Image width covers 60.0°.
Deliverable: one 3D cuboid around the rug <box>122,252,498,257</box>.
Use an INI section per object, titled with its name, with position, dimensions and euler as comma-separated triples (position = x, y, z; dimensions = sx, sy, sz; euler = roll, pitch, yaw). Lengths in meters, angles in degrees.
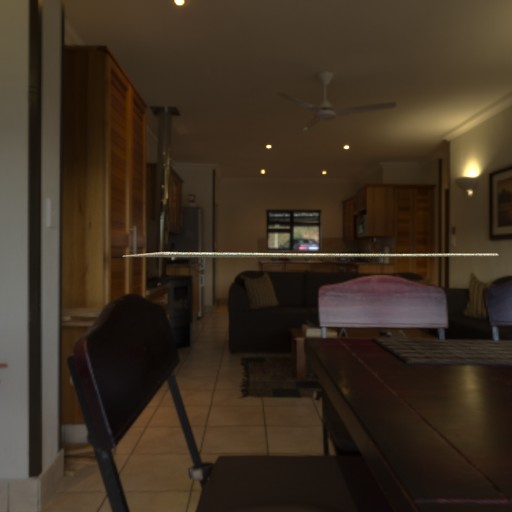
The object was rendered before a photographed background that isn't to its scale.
[rug]
position = 0.000, 0.000, 2.140
dimensions = 1.143, 0.010, 1.758
euler = 0, 0, -20
